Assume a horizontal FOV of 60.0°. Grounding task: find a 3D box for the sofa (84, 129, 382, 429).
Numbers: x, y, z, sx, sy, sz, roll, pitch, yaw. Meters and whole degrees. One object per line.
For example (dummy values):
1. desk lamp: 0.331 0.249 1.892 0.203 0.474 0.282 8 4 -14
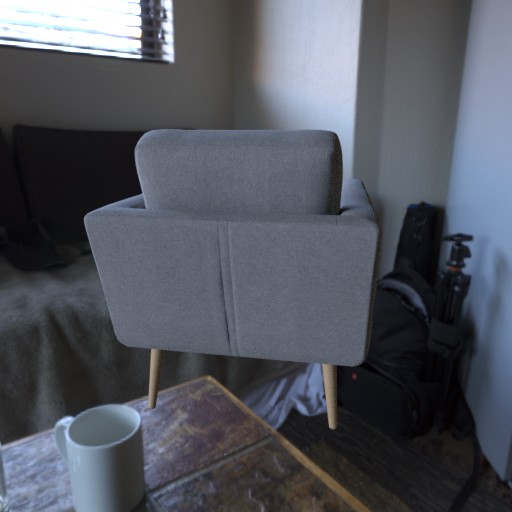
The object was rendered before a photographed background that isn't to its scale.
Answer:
1. sofa: 0.000 0.000 1.554 0.770 0.860 0.920 3 17 10
